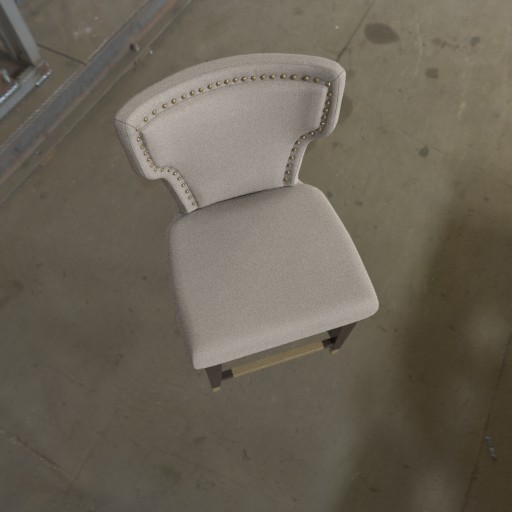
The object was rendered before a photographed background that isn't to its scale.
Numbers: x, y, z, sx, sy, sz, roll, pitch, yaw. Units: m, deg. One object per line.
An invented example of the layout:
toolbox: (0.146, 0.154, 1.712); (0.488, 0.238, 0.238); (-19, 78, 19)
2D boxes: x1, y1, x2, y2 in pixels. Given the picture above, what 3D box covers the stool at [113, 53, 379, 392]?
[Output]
stool: (0.000, 0.000, 1.317); (0.527, 0.982, 0.563); (-16, 65, -8)
